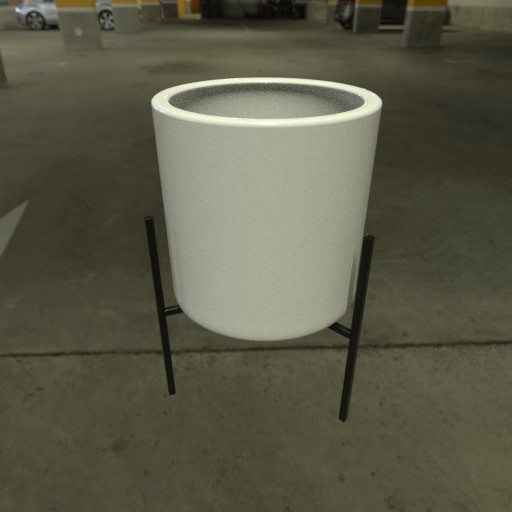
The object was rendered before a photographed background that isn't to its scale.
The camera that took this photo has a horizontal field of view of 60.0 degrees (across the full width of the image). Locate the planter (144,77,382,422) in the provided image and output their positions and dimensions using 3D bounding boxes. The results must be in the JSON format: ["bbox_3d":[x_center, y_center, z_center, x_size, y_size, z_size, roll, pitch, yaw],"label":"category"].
[{"bbox_3d":[0.000,0.000,0.513,0.239,0.356,0.239,-11,32,-18],"label":"planter"}]
